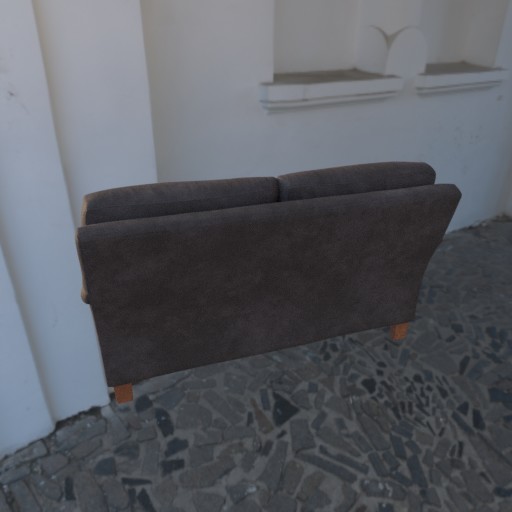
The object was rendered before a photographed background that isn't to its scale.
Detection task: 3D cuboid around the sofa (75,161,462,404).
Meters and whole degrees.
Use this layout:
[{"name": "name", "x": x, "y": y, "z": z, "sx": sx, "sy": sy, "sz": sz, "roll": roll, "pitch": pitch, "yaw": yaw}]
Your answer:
[{"name": "sofa", "x": 0.000, "y": 0.000, "z": 2.539, "sx": 1.853, "sy": 1.101, "sz": 1.084, "roll": -9, "pitch": 27, "yaw": -17}]
